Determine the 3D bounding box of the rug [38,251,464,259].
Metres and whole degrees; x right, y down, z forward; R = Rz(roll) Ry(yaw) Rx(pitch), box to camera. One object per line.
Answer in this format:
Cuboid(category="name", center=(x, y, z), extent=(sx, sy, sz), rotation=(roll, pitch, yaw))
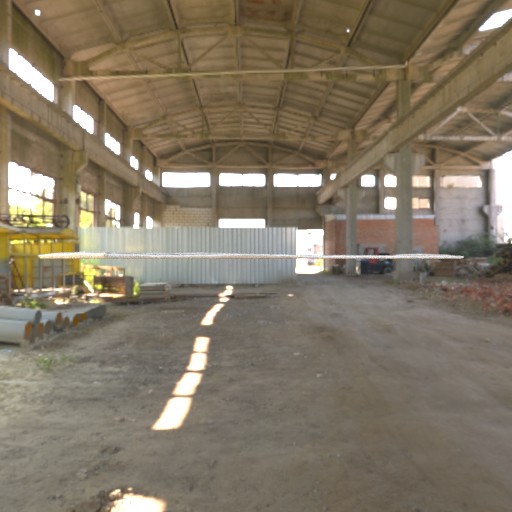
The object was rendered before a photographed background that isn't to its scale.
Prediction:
Cuboid(category="rug", center=(0.000, 0.000, 2.990), extent=(2.447, 0.036, 1.537), rotation=(0, 0, -35))
